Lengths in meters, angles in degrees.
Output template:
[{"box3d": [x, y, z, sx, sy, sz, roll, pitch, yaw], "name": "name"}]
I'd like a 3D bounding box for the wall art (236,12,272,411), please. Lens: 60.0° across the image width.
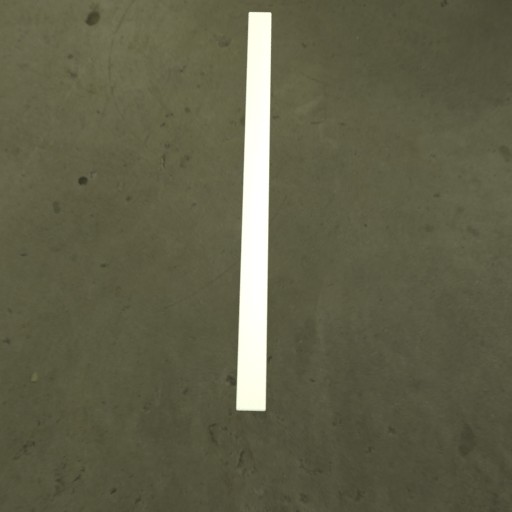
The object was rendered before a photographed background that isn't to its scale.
[{"box3d": [0.000, 0.000, 0.738, 0.028, 0.556, 0.454, 1, 74, 0], "name": "wall art"}]
